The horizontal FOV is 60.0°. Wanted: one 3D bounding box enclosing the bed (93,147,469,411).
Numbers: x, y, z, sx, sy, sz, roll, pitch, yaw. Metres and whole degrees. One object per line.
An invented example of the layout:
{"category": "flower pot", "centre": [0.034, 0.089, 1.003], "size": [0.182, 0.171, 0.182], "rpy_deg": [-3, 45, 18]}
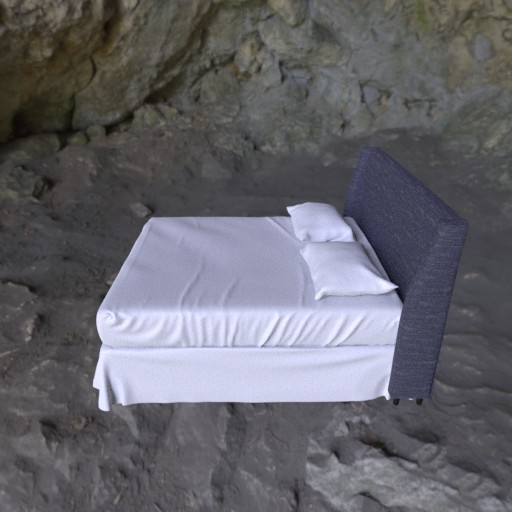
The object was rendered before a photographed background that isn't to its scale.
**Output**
{"category": "bed", "centre": [0.000, 0.000, 3.466], "size": [2.276, 1.332, 1.925], "rpy_deg": [0, 26, -1]}
